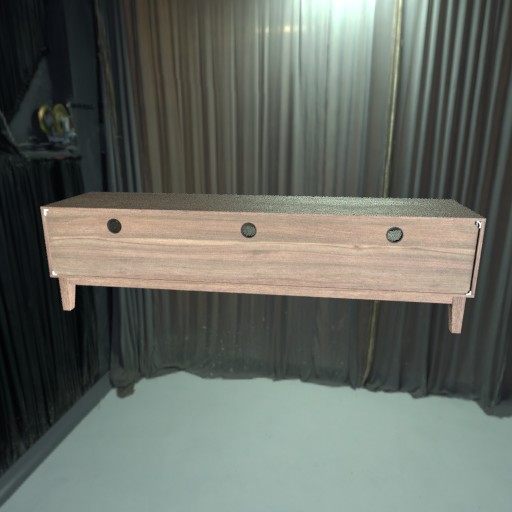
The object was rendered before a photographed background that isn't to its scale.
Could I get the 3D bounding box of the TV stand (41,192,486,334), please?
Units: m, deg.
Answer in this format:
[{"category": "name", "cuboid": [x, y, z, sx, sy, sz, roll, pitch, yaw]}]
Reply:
[{"category": "TV stand", "cuboid": [0.000, 0.000, 1.695, 1.482, 0.409, 0.366, 2, 17, 8]}]
